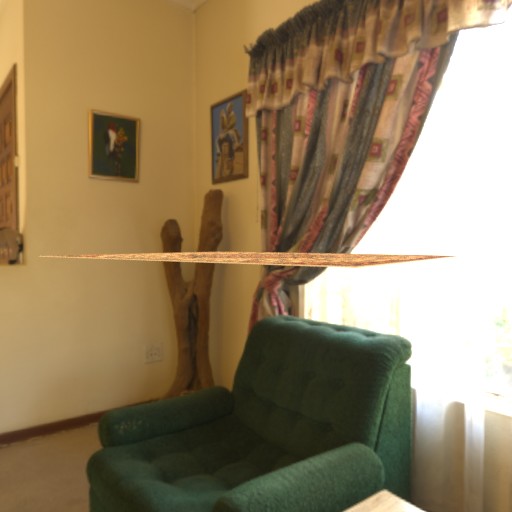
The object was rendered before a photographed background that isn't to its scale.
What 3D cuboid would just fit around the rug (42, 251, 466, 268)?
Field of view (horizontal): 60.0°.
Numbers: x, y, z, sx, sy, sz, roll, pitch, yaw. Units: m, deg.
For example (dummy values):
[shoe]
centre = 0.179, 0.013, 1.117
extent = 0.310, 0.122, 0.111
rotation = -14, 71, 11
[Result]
[rug]
centre = 0.000, 0.000, 4.060
extent = 3.067, 0.005, 2.454
rotation = 1, 2, 36
